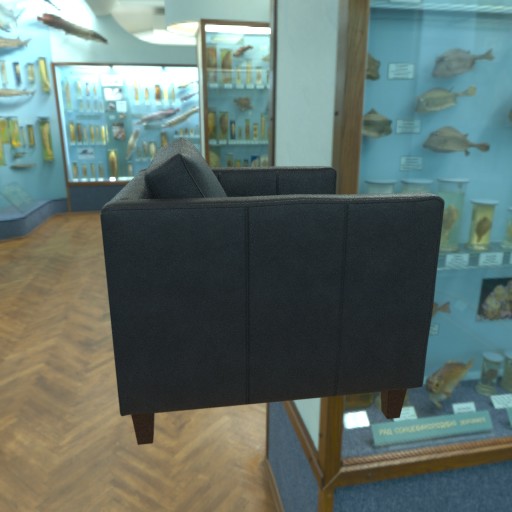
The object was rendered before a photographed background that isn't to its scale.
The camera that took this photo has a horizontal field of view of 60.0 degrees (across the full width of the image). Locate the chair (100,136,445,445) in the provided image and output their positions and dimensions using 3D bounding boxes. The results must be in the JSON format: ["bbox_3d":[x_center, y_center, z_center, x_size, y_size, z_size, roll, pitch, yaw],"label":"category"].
[{"bbox_3d":[0.000,0.000,1.566,0.862,0.811,0.939,-2,16,-9],"label":"chair"}]
